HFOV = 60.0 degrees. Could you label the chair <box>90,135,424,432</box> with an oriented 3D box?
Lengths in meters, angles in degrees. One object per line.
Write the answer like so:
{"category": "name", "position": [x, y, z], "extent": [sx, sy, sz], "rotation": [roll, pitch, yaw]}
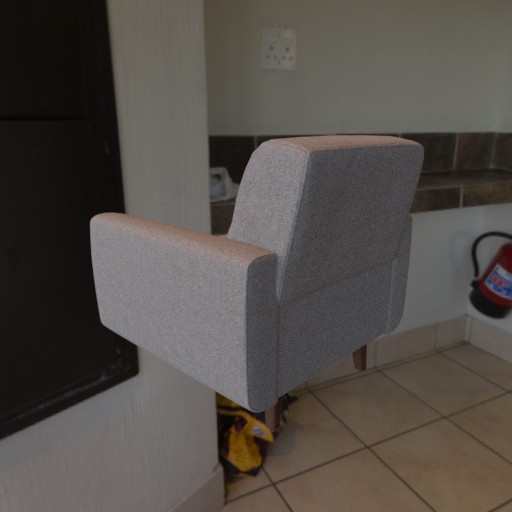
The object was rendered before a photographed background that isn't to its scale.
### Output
{"category": "chair", "position": [0.000, 0.000, 1.582], "extent": [0.831, 0.839, 0.907], "rotation": [-16, 22, -42]}
